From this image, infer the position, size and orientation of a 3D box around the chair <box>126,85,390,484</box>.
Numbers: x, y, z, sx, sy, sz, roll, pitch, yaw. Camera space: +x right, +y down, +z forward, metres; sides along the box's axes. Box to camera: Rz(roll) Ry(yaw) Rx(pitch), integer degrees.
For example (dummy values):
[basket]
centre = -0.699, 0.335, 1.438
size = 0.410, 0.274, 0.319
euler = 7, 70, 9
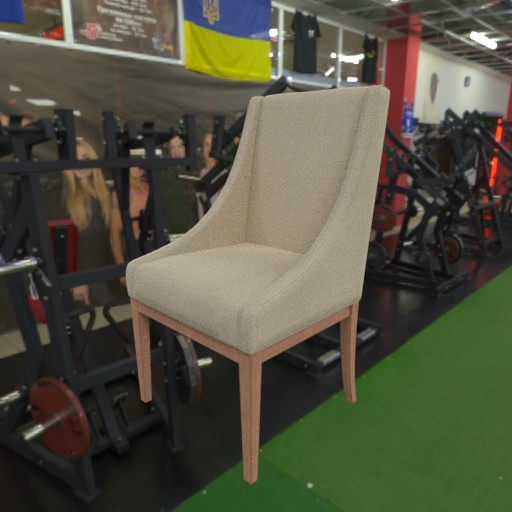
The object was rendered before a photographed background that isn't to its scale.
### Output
[chair]
centre = 0.000, 0.000, 1.406
size = 0.611, 1.021, 0.575
euler = -14, 21, -43
